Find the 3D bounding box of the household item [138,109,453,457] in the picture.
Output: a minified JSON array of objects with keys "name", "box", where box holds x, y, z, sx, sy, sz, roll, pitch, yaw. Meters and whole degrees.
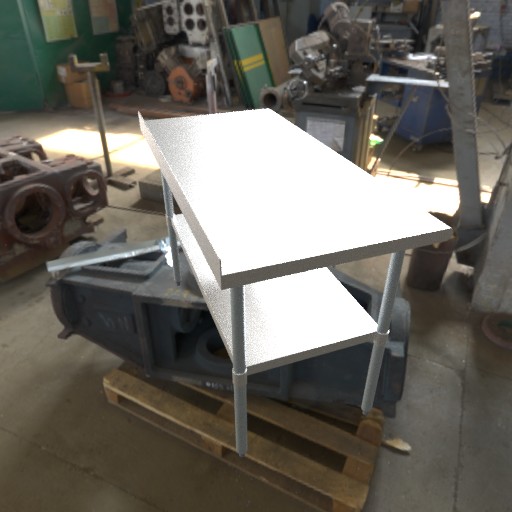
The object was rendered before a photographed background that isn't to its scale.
[{"name":"household item","box":[0.000,0.000,1.706,0.610,0.851,1.219,-11,34,-17]}]
